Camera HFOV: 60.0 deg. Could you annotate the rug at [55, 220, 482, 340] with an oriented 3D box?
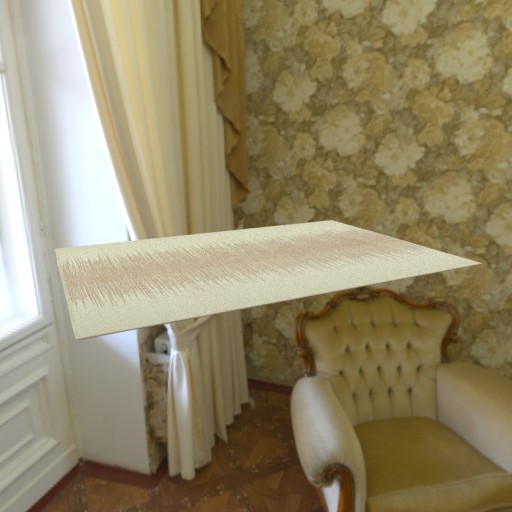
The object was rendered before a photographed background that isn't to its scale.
[{"bbox_3d":[0.000,0.000,2.285,1.850,0.006,1.234,-8,17,-25],"label":"rug"}]
